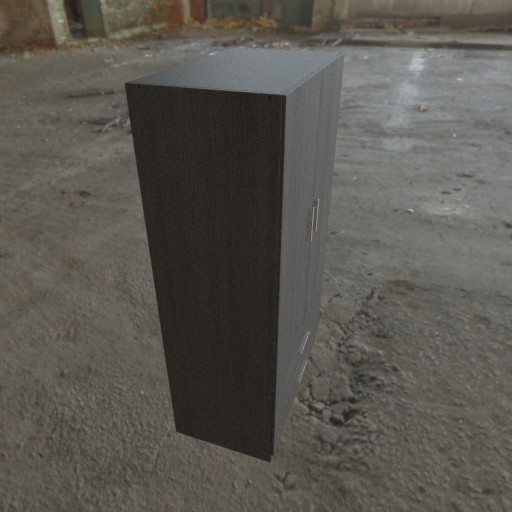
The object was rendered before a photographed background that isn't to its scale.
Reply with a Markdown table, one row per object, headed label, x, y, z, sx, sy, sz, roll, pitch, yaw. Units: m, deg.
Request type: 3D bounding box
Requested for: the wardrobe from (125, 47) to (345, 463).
| label | x | y | z | sx | sy | sz | roll | pitch | yaw |
| --- | --- | --- | --- | --- | --- | --- | --- | --- | --- |
| wardrobe | 0.000 | 0.000 | 2.261 | 0.577 | 1.808 | 0.991 | 11 | 33 | 17 |
